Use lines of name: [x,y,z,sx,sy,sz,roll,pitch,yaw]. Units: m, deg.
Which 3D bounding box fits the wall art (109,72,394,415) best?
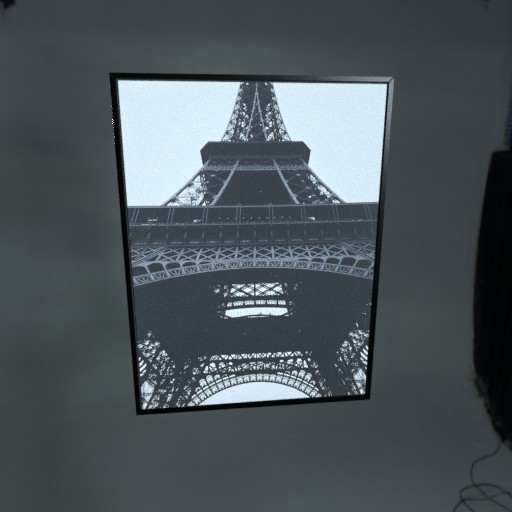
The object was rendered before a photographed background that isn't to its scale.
wall art: [0.000,0.000,1.398,0.805,1.062,0.040,-2,15,-6]
